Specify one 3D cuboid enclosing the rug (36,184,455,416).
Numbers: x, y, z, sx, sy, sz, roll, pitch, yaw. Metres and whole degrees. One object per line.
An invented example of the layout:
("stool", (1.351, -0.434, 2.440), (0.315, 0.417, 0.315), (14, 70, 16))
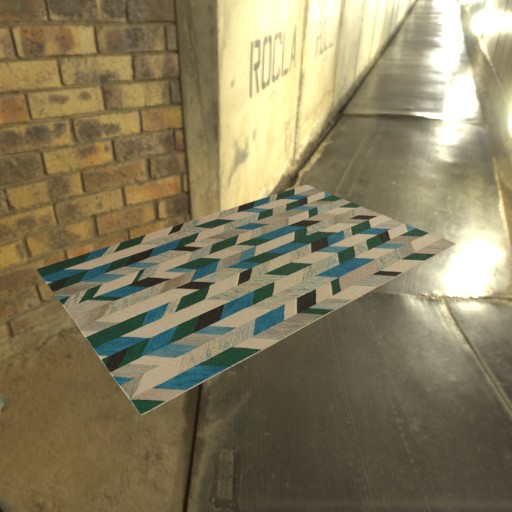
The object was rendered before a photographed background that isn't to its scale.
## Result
("rug", (0.000, 0.000, 3.002), (2.433, 0.007, 1.507), (-22, 36, -33))
